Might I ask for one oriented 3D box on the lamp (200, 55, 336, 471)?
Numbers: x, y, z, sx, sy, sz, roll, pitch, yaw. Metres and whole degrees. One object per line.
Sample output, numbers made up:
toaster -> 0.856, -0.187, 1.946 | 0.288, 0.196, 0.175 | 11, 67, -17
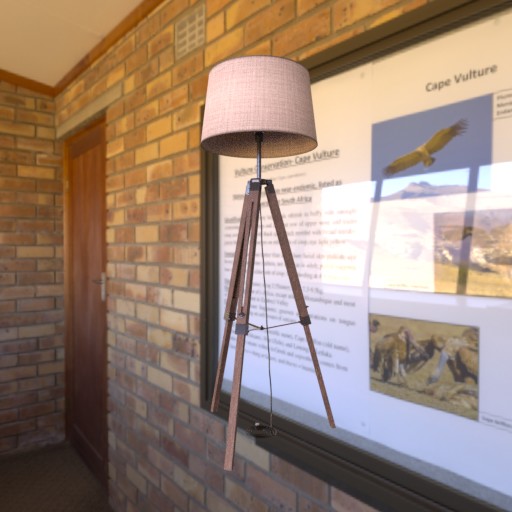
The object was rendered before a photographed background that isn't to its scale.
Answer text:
lamp -> 0.000, 0.000, 1.835 | 0.604, 1.510, 0.587 | 0, 1, 18
